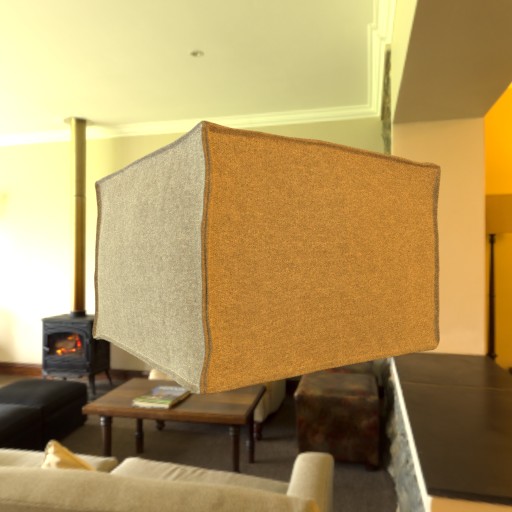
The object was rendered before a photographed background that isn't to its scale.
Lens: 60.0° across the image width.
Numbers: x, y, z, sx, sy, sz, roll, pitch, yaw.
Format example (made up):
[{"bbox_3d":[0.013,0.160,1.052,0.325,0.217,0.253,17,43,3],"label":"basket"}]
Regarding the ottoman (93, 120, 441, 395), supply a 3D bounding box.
[{"bbox_3d":[0.000,0.000,1.176,0.707,0.470,0.696,0,0,-35],"label":"ottoman"}]
